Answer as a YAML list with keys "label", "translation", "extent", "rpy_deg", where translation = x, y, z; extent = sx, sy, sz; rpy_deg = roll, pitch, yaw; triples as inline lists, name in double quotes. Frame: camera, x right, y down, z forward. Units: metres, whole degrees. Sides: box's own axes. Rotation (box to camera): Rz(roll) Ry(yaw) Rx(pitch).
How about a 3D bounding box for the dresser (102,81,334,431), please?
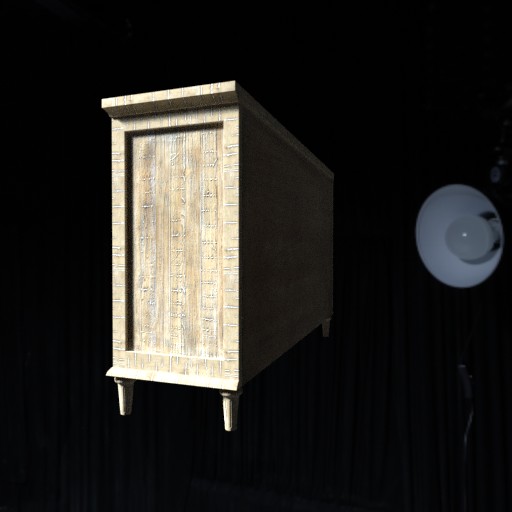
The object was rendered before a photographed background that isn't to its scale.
- label: "dresser"
  translation: [0.000, 0.000, 2.102]
  extent: [0.457, 1.016, 1.626]
  rpy_deg: [0, 1, 20]
